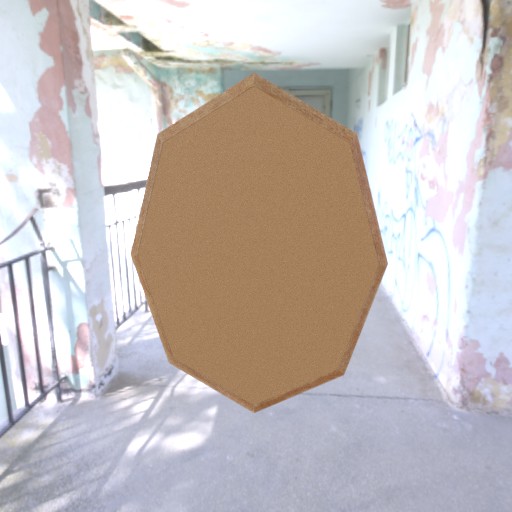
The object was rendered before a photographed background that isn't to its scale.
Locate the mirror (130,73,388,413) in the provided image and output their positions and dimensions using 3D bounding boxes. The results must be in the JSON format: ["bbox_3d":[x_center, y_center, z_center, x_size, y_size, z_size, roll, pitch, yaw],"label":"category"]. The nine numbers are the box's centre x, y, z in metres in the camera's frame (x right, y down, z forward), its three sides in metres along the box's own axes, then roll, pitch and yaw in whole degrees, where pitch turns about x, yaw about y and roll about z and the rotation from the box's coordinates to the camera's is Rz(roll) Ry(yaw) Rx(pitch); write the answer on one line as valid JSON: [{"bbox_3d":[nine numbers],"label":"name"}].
[{"bbox_3d":[0.000,0.000,1.013,0.577,0.774,0.070,2,14,8],"label":"mirror"}]
